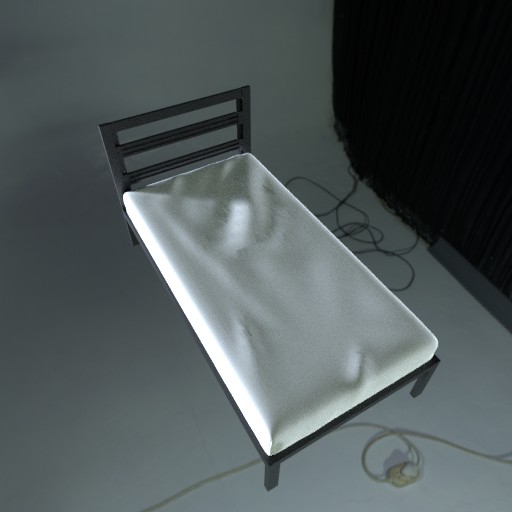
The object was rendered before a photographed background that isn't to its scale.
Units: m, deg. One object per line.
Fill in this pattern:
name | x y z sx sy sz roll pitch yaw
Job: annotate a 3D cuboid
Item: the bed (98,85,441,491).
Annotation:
bed | 0.000 0.000 2.496 0.991 0.967 1.930 -23 51 -20
